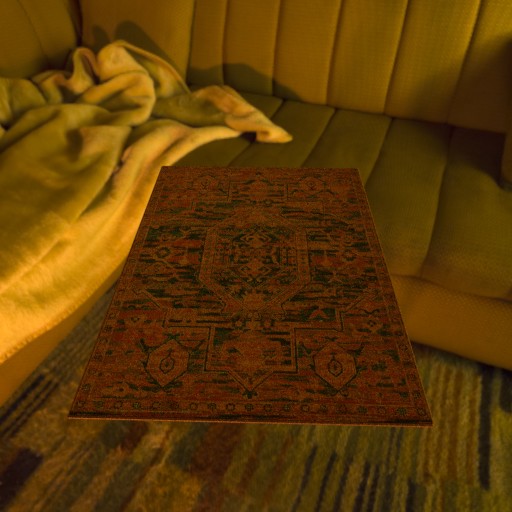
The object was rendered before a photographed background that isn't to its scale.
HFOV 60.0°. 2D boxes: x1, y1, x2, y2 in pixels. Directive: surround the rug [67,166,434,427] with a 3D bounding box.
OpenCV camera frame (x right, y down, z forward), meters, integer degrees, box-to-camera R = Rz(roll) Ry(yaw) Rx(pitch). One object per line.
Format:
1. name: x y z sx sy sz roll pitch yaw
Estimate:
1. rug: 0.000 0.000 2.745 1.588 0.024 2.204 1 41 1
